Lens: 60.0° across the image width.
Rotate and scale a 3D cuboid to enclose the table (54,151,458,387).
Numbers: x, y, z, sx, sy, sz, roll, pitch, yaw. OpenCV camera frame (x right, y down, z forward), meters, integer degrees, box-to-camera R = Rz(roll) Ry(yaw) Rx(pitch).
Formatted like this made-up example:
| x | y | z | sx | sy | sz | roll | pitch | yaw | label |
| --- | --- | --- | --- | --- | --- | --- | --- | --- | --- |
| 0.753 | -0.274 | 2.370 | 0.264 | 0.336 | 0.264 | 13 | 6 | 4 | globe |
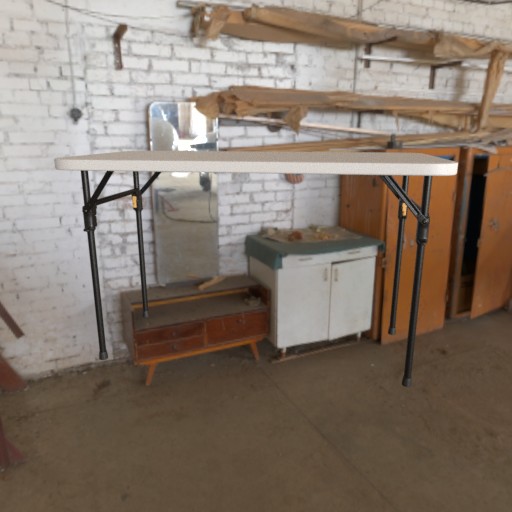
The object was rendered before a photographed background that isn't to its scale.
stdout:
| x | y | z | sx | sy | sz | roll | pitch | yaw | label |
| --- | --- | --- | --- | --- | --- | --- | --- | --- | --- |
| 0.000 | 0.000 | 1.645 | 1.219 | 0.729 | 0.610 | 3 | 16 | 9 | table |
